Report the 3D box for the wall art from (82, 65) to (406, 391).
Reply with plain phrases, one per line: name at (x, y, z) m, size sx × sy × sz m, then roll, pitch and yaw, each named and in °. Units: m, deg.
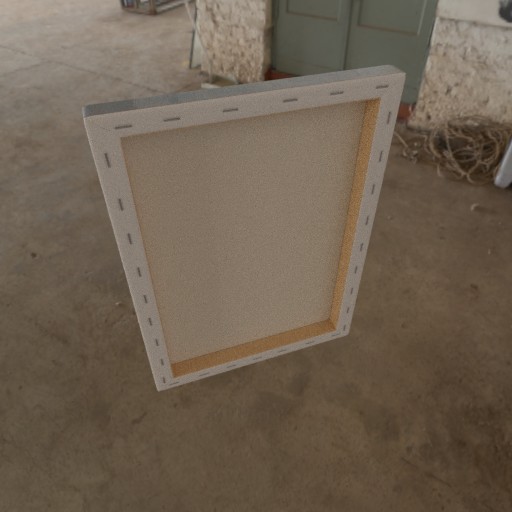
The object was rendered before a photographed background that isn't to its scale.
wall art at (0.000, 0.000, 0.806) m, size 0.455 × 0.613 × 0.037 m, roll -13°, pitch 44°, yaw -14°
